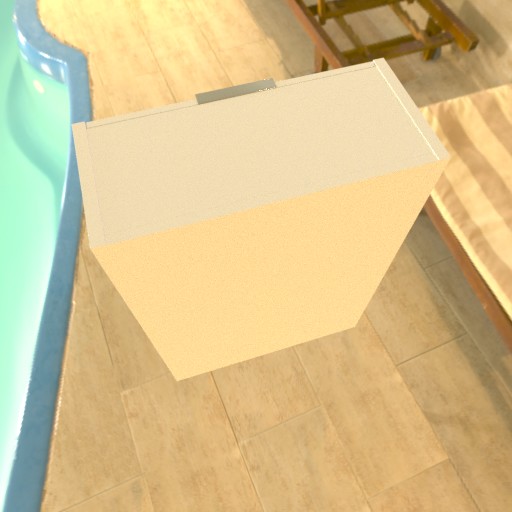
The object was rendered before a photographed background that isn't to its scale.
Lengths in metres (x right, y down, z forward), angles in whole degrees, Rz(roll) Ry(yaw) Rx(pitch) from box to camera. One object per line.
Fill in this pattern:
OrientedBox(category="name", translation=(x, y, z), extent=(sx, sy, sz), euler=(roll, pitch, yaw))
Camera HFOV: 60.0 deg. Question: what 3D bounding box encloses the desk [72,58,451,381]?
OrientedBox(category="desk", translation=(0.000, 0.000, 1.602), extent=(0.850, 1.190, 0.390), euler=(-15, 62, -8))
